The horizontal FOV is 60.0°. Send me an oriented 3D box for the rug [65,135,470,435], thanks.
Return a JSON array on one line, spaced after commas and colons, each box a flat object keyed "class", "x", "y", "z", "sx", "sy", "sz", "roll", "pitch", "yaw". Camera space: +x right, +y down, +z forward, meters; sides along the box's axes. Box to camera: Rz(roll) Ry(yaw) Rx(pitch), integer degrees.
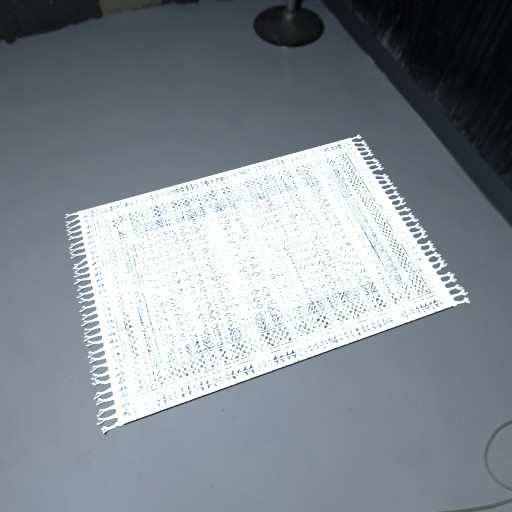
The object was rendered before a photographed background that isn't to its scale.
[{"class": "rug", "x": 0.000, "y": 0.000, "z": 2.354, "sx": 1.872, "sy": 0.013, "sz": 1.243, "roll": -17, "pitch": 61, "yaw": -10}]
